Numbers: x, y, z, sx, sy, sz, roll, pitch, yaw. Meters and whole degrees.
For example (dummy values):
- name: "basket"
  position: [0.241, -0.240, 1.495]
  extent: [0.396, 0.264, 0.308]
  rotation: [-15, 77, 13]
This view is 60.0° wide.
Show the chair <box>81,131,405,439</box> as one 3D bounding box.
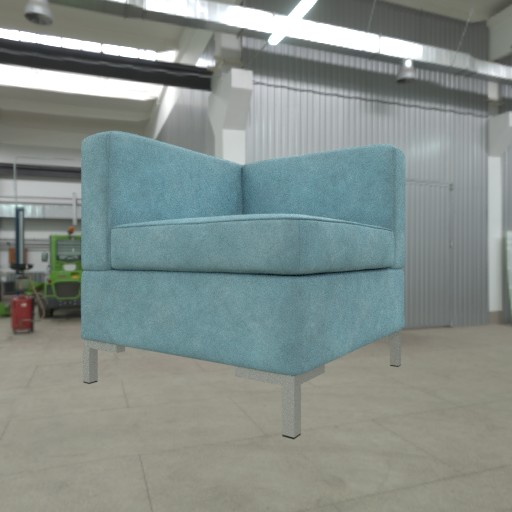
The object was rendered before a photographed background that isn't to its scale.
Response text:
- name: "chair"
  position: [0.000, 0.000, 1.239]
  extent: [0.684, 0.660, 0.691]
  rotation: [0, 0, 34]
